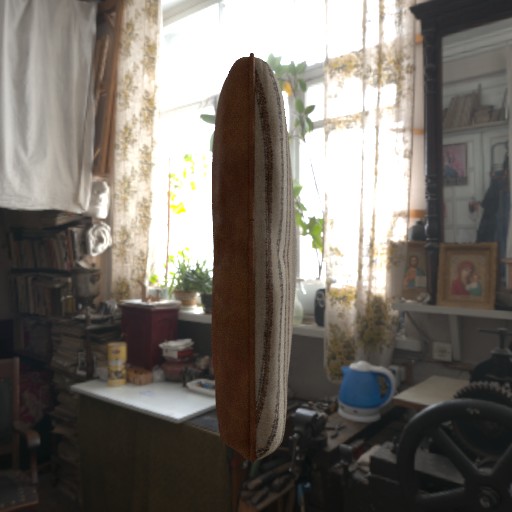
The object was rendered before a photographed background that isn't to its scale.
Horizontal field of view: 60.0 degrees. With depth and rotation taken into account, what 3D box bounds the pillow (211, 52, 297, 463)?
[{"bbox_3d":[0.000,0.000,0.741,0.130,0.490,0.489,0,1,-1],"label":"pillow"}]
